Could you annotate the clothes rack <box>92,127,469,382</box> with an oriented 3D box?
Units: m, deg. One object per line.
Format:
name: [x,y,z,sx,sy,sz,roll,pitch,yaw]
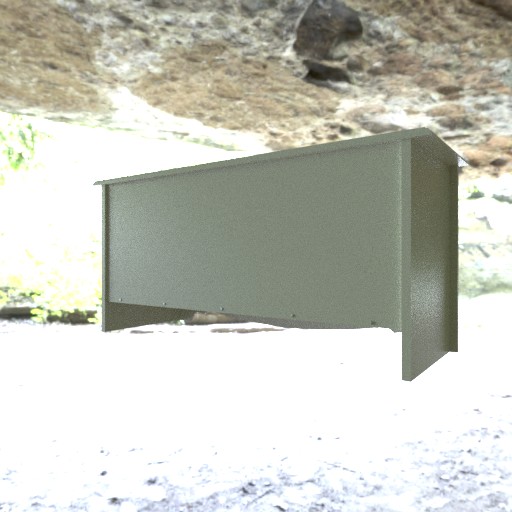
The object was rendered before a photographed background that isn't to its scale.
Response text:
clothes rack: [0.000,0.000,1.464,1.218,0.558,0.405,0,0,36]
